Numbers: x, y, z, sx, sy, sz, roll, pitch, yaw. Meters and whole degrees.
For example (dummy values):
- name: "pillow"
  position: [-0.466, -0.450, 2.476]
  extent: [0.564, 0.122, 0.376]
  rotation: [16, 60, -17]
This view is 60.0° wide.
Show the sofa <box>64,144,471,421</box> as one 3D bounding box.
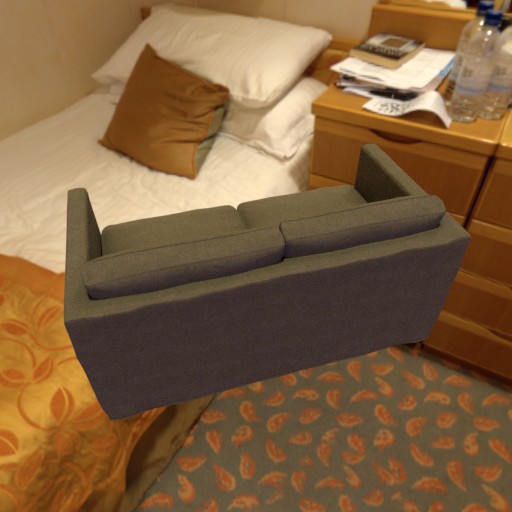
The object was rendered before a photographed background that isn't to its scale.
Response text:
- name: "sofa"
  position: [0.000, 0.000, 2.349]
  extent: [1.802, 0.854, 0.974]
  rotation: [-11, 43, -12]
